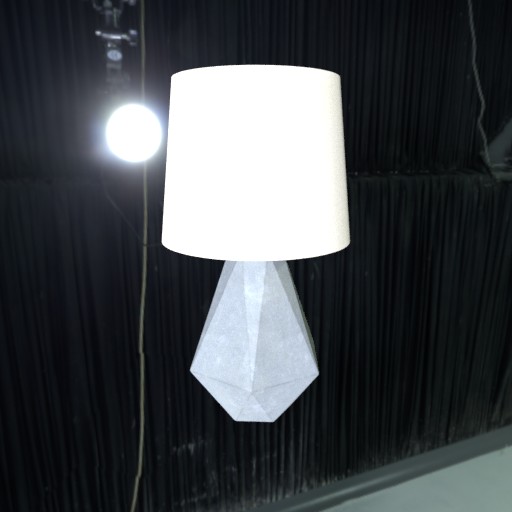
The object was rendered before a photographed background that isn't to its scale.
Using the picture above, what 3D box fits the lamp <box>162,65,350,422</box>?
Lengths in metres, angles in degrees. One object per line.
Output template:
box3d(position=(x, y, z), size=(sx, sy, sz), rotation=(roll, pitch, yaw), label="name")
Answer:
box3d(position=(0.000, 0.000, 0.671), size=(0.276, 0.501, 0.276), rotation=(0, 14, 0), label="lamp")
